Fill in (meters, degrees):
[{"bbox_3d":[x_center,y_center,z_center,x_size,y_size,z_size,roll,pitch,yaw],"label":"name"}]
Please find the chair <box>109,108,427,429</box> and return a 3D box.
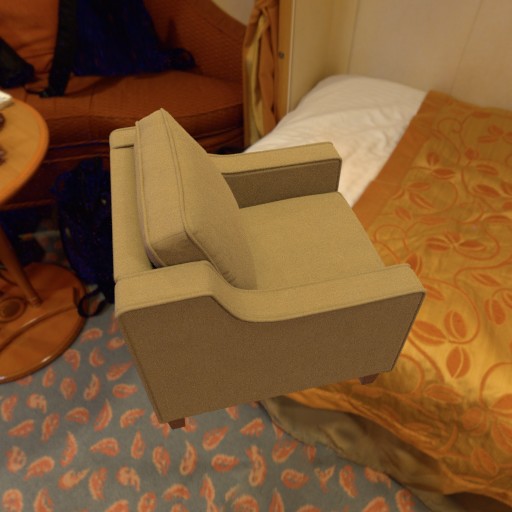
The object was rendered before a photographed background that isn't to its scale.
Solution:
[{"bbox_3d":[0.000,0.000,1.660,0.909,0.960,0.831,-10,48,-9],"label":"chair"}]
